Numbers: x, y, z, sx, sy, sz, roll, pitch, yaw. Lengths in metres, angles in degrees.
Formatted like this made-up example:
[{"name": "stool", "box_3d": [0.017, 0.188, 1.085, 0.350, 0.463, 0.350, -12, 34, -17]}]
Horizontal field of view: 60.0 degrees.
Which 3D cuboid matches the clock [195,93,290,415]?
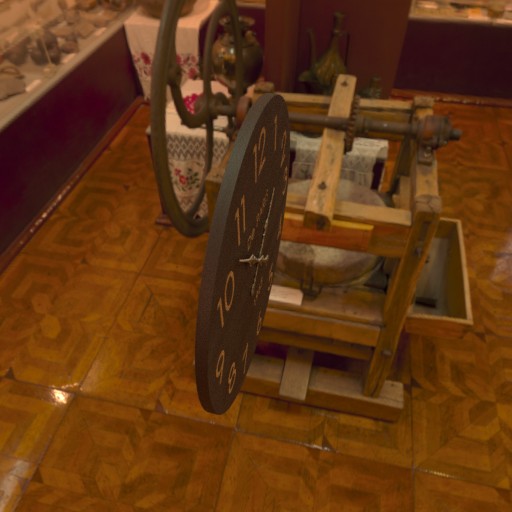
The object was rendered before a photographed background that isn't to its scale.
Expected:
[{"name": "clock", "box_3d": [0.000, 0.000, 0.861, 0.029, 0.595, 0.595, 11, 48, 10]}]
